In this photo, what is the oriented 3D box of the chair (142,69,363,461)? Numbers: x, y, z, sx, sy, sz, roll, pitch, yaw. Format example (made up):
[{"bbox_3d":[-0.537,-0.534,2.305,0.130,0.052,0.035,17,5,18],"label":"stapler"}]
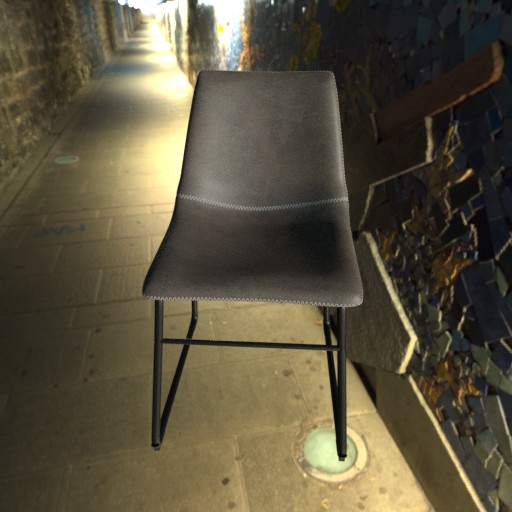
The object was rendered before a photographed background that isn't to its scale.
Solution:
[{"bbox_3d":[0.000,0.000,1.076,0.460,0.780,0.550,2,29,3],"label":"chair"}]
